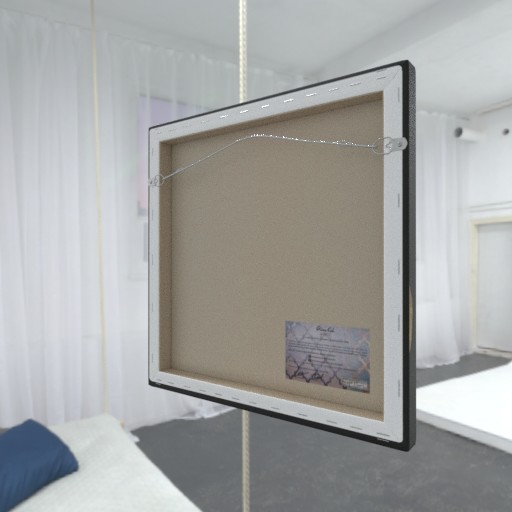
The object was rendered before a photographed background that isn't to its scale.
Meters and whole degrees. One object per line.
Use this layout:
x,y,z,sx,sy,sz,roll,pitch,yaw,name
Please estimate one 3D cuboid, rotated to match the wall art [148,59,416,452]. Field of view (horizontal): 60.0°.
0.000,0.000,0.878,0.610,0.611,0.043,0,0,36,wall art
